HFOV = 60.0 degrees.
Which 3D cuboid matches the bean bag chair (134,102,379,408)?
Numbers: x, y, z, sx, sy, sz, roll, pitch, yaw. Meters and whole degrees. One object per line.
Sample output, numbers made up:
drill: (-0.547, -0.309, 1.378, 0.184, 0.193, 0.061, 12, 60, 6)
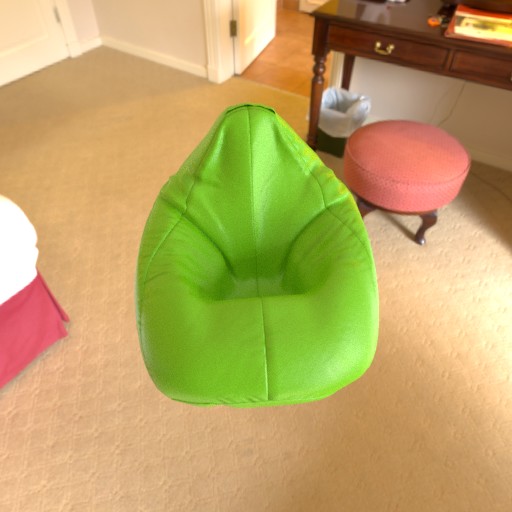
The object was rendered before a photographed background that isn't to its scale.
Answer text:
bean bag chair: (0.000, 0.000, 1.873, 1.070, 0.990, 1.070, -4, 46, -3)
